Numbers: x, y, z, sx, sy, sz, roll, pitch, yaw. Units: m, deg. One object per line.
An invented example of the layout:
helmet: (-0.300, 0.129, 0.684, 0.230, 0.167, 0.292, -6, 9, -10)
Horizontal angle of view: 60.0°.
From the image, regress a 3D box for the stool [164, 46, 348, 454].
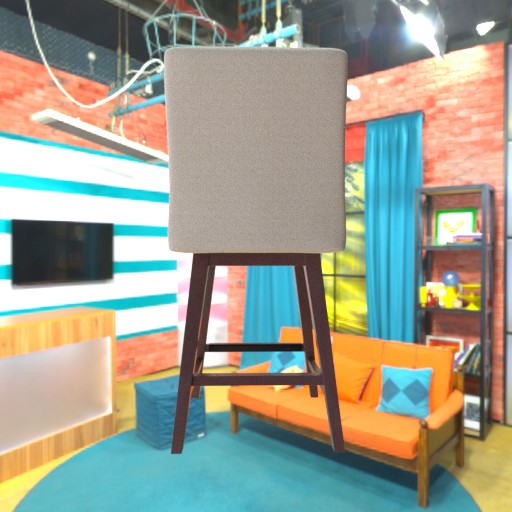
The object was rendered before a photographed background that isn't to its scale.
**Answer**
stool: (0.000, 0.000, 1.302, 0.483, 0.991, 0.559, 0, 1, -1)
